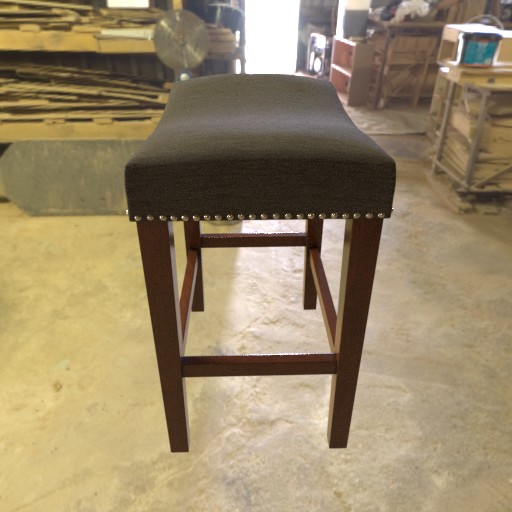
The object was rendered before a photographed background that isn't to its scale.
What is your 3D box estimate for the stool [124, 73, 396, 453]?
[{"bbox_3d":[0.000,0.000,0.941,0.372,0.654,0.504,-1,33,-1],"label":"stool"}]
